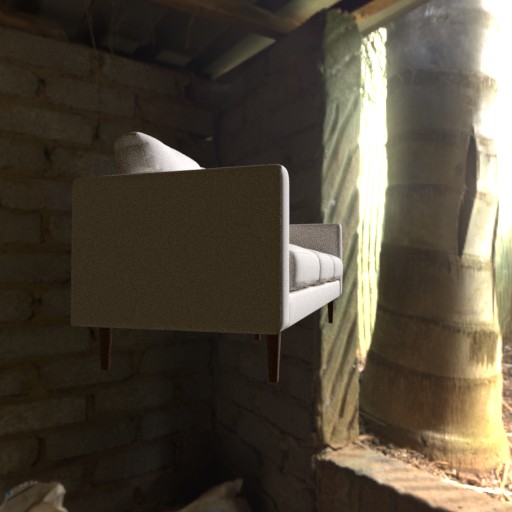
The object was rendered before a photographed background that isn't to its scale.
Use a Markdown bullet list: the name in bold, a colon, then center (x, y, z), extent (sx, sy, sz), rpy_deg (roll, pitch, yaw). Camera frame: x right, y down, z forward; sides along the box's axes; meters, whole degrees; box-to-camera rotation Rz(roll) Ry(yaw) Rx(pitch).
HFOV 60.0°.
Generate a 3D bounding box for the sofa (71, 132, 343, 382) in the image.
- **sofa**: center (0.000, 0.000, 2.432), extent (0.802, 0.912, 2.029), rpy_deg (0, -2, 16)
